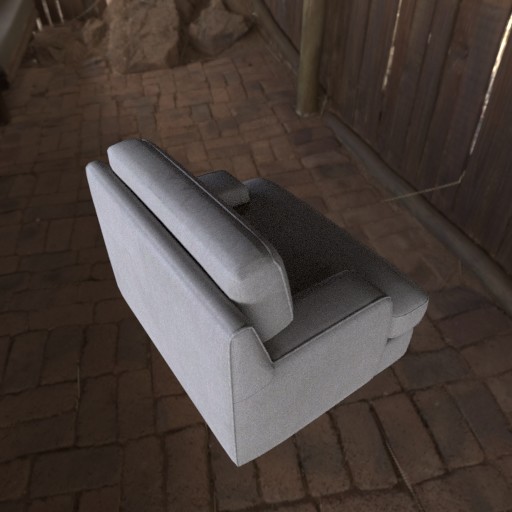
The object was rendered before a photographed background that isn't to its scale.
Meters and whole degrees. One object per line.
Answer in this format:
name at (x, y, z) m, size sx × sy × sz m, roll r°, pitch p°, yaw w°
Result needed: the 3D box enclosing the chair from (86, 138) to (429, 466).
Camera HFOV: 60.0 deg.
chair at (0.000, 0.000, 2.037) m, size 1.043 × 0.974 × 1.270 m, roll -25°, pitch 46°, yaw -26°
